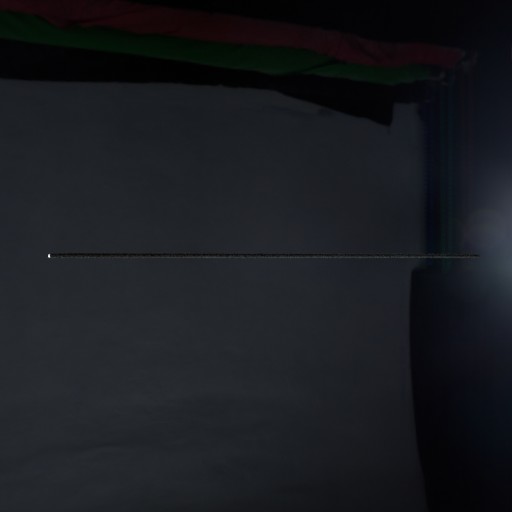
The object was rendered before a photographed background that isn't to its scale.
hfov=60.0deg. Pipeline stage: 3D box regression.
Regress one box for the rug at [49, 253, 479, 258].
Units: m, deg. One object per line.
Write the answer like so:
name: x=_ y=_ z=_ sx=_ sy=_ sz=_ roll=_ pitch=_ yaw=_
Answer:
rug: x=0.000 y=0.000 z=3.111 sx=2.469 sy=0.024 sz=1.539 roll=0 pitch=0 yaw=-17
